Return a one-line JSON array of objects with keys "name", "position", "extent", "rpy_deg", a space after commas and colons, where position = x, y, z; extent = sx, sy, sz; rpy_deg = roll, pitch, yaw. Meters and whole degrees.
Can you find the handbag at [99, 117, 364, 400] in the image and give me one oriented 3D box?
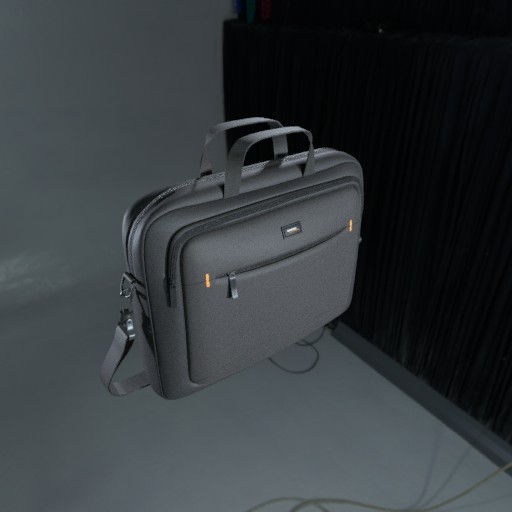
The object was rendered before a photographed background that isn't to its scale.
[{"name": "handbag", "position": [0.000, 0.000, 0.586], "extent": [0.429, 0.330, 0.126], "rpy_deg": [-21, 36, -32]}]
